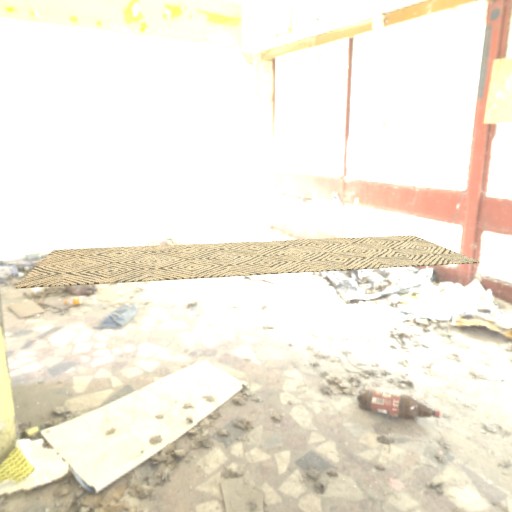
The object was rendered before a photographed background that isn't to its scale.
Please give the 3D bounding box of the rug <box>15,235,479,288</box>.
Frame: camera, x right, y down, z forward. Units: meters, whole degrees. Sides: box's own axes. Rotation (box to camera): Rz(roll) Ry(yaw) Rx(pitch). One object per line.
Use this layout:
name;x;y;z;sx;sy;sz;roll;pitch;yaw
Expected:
rug;0.000;0.000;2.459;2.277;0.008;0.676;-3;15;-10
